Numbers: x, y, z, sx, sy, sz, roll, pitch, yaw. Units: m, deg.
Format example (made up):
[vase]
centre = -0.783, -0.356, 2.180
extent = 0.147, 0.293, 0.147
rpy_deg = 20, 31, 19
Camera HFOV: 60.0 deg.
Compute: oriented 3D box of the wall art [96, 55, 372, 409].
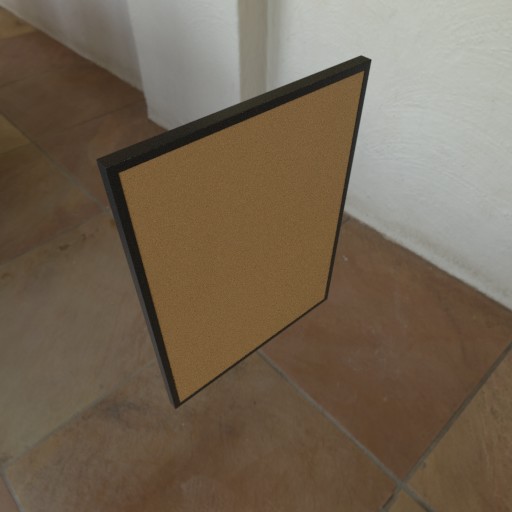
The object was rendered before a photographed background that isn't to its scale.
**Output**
[wall art]
centre = 0.000, 0.000, 1.438
extent = 0.804, 1.061, 0.039
rpy_deg = -31, 53, -26
